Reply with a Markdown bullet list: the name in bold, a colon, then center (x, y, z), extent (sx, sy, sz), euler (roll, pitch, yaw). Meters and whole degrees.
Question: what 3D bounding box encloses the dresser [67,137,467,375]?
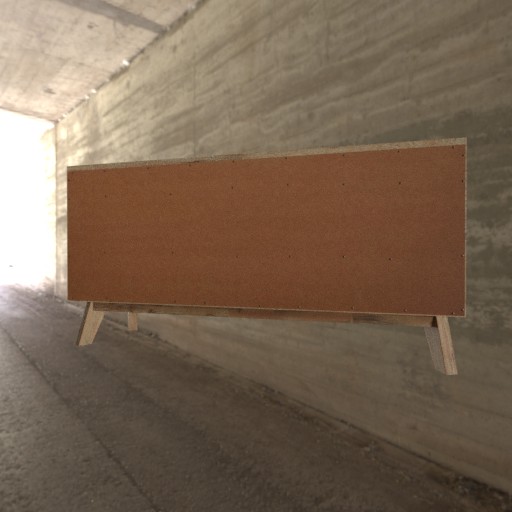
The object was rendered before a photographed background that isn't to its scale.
- **dresser**: center (0.000, 0.000, 1.922), extent (1.602, 0.788, 0.455), euler (0, 1, 18)
